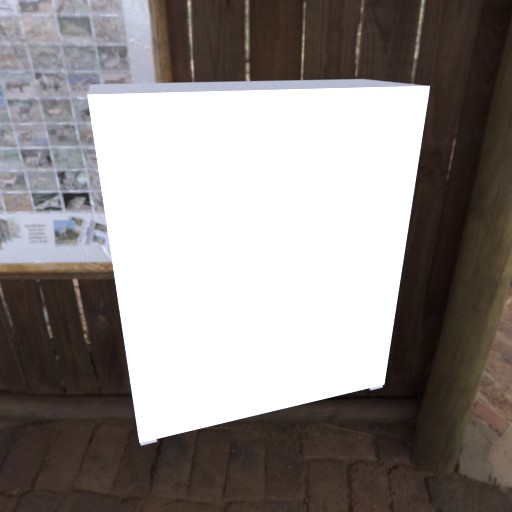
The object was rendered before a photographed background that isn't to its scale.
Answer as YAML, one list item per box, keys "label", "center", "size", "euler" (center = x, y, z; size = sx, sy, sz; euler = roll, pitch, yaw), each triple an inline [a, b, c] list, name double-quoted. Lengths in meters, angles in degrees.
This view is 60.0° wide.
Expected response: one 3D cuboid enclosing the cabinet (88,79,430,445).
- label: "cabinet"
  center: [0.000, 0.000, 1.652]
  size: [1.000, 1.190, 0.400]
  euler: [-8, 26, -16]
